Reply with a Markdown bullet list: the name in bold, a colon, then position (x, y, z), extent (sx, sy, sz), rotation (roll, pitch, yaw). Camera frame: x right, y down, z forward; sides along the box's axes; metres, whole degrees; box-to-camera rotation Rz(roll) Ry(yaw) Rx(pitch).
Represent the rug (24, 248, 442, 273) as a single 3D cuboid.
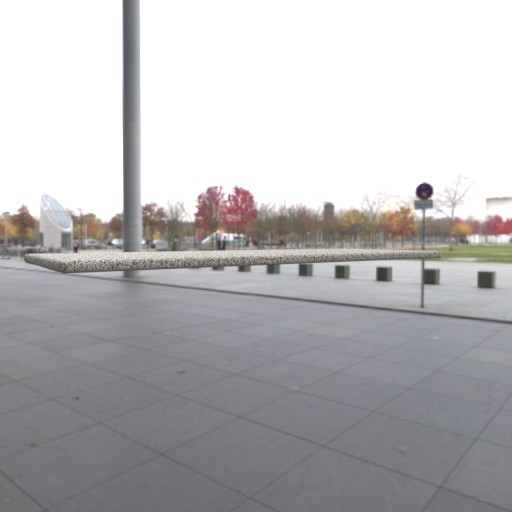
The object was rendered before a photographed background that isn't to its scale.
- **rug**: position (0.000, 0.000, 1.707), extent (1.524, 0.030, 0.609), rotation (-2, 3, -35)
